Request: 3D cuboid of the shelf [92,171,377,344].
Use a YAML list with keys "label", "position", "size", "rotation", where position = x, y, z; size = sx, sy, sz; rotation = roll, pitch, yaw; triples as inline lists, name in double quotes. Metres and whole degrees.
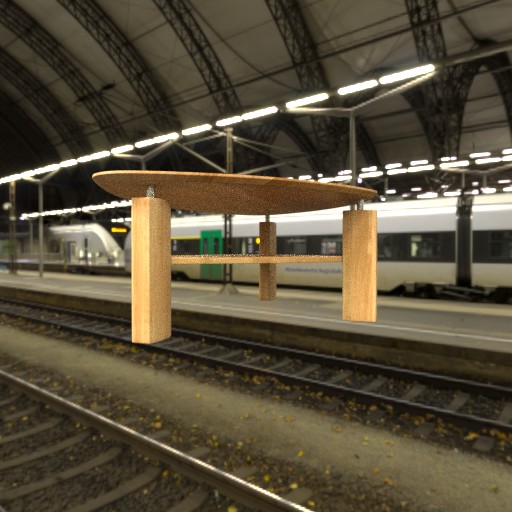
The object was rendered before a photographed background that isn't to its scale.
- label: "shelf"
  position: [0.000, 0.000, 1.639]
  size: [0.863, 0.439, 1.240]
  rotation: [0, 1, 19]
